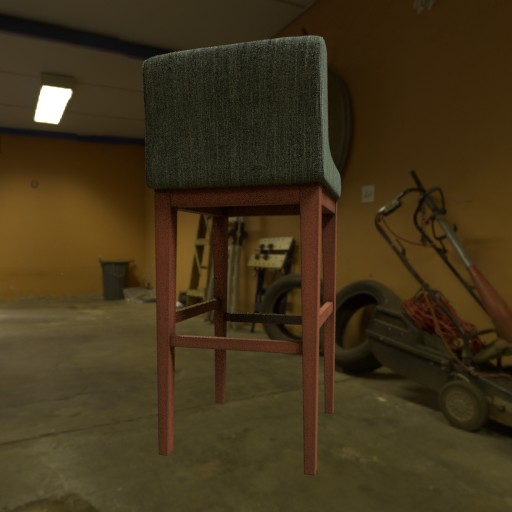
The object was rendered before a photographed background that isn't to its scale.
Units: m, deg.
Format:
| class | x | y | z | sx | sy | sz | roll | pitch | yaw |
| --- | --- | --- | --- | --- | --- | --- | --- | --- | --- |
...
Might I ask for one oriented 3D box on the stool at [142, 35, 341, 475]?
| class | x | y | z | sx | sy | sz | roll | pitch | yaw |
| --- | --- | --- | --- | --- | --- | --- | --- | --- | --- |
| stool | 0.000 | 0.000 | 1.216 | 0.426 | 0.965 | 0.499 | 0 | 0 | 15 |
